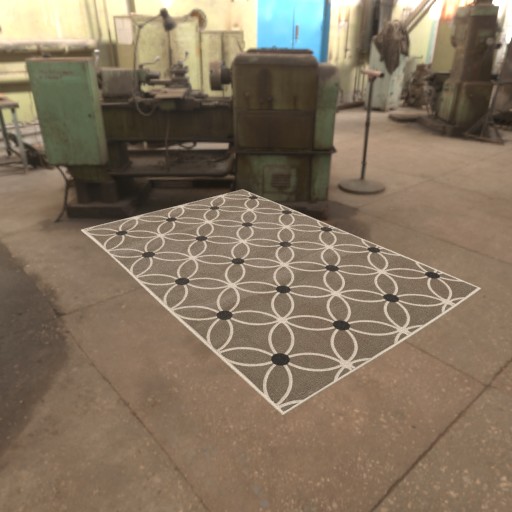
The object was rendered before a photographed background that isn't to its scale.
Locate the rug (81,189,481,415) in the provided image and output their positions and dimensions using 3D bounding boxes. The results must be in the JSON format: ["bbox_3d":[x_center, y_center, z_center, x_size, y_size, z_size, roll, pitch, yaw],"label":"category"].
[{"bbox_3d":[0.000,0.000,2.918,1.522,0.008,2.284,-20,33,-34],"label":"rug"}]
